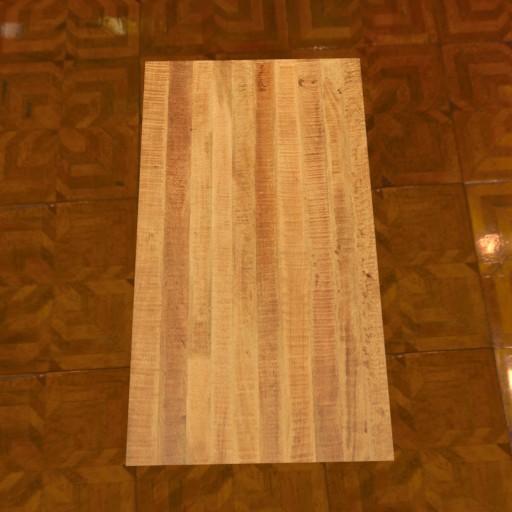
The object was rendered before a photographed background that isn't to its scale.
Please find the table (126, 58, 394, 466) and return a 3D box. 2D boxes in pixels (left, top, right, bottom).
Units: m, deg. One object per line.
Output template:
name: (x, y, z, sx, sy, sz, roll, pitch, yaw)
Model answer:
table: (0.000, 0.000, 1.632, 0.760, 0.455, 1.320, -1, 76, 0)
